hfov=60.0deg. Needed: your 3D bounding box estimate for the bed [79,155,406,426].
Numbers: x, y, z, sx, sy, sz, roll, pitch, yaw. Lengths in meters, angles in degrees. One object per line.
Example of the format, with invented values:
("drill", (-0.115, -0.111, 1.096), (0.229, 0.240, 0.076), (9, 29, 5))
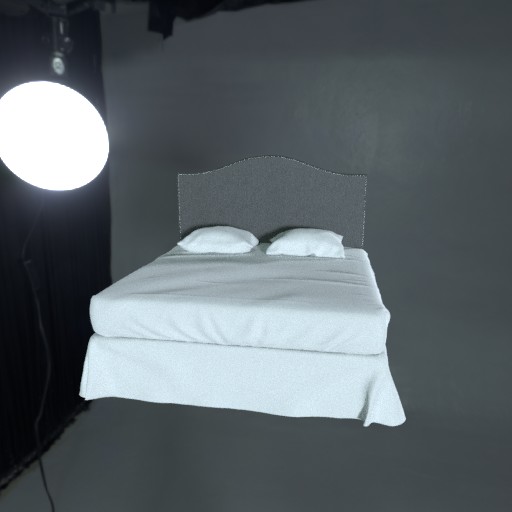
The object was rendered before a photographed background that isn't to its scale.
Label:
("bed", (0.000, 0.000, 3.751), (2.314, 1.651, 2.219), (2, 13, 9))
